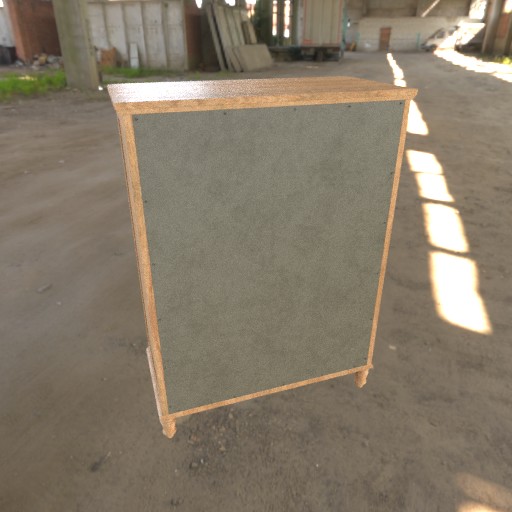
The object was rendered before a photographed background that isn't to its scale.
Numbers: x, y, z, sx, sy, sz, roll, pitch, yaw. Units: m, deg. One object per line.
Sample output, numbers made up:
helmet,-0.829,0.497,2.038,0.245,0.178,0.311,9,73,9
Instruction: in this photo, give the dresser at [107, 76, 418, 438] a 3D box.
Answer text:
dresser,0.000,0.000,1.834,0.973,1.318,0.484,-9,28,-17
